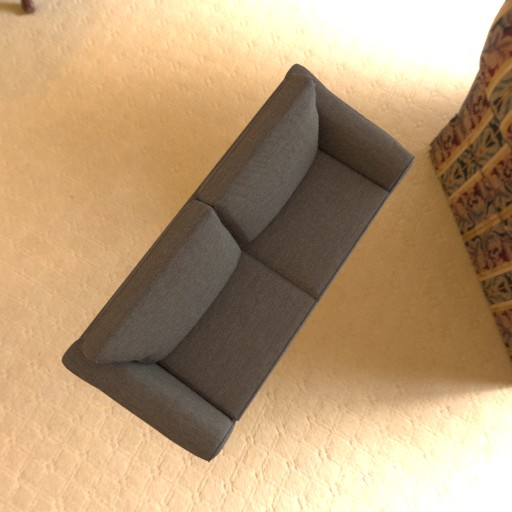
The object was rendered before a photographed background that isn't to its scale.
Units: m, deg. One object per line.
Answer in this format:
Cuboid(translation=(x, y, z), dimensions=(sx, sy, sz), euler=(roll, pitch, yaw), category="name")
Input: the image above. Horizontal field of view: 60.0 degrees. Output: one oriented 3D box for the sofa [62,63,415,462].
Cuboid(translation=(0.000, 0.000, 2.753), dimensions=(0.971, 0.950, 2.270), euler=(34, 78, 8), category="sofa")
